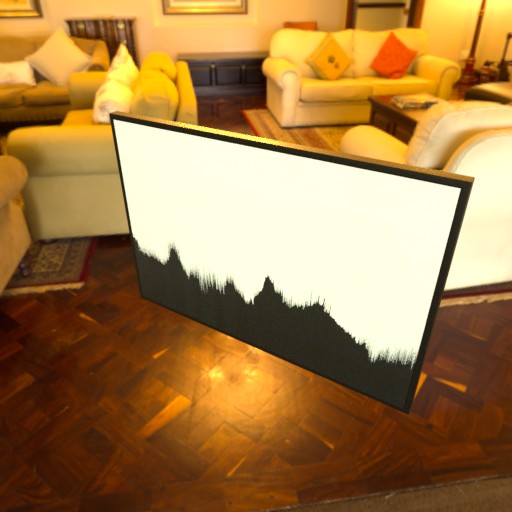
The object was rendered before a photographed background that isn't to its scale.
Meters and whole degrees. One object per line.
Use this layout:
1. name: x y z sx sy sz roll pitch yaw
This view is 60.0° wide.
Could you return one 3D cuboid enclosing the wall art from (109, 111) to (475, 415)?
1. wall art: 0.000 0.000 0.835 0.659 0.446 0.022 18 36 27
